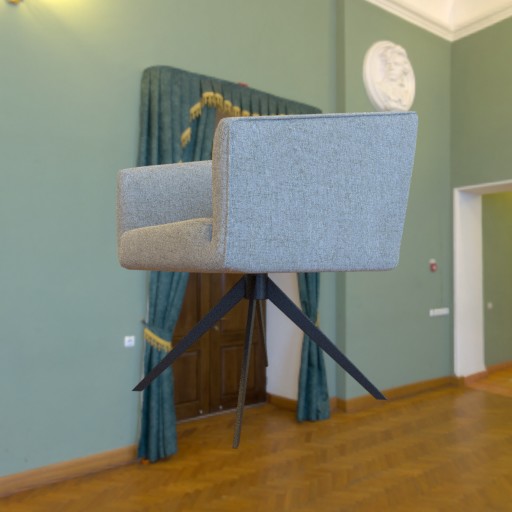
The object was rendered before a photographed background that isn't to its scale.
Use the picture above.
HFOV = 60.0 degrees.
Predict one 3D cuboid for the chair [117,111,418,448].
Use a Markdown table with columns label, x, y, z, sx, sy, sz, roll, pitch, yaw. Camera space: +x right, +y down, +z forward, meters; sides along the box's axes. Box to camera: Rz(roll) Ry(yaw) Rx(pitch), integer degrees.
| label | x | y | z | sx | sy | sz | roll | pitch | yaw |
| --- | --- | --- | --- | --- | --- | --- | --- | --- | --- |
| chair | 0.000 | 0.000 | 1.220 | 0.623 | 0.760 | 0.628 | 1 | -1 | -36 |
